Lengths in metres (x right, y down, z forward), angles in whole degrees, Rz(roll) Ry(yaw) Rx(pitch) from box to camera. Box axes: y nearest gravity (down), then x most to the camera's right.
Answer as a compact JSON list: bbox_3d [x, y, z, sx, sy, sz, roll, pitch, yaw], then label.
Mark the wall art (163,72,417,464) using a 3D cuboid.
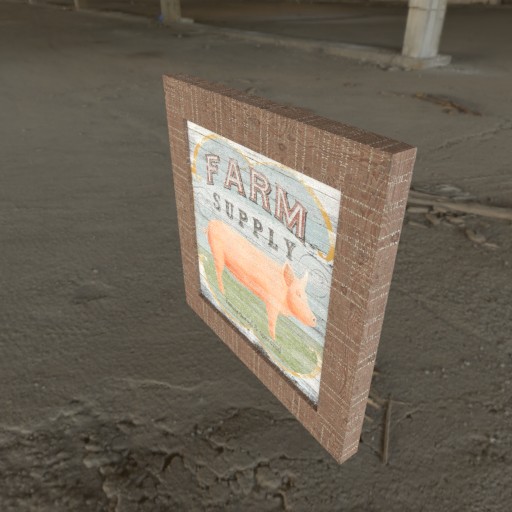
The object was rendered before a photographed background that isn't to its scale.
[{"bbox_3d":[0.000,0.000,0.784,0.040,0.531,0.531,-21,38,-30],"label":"wall art"}]
